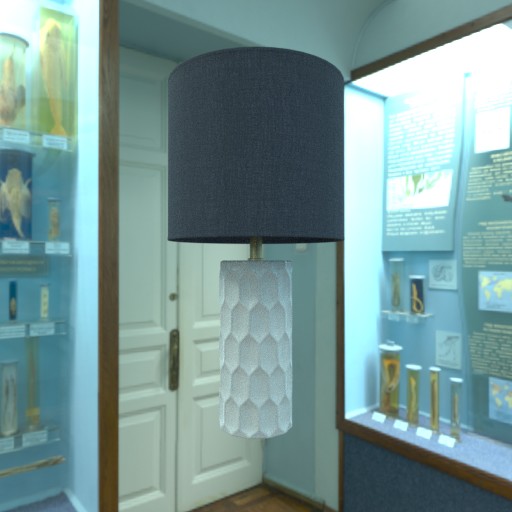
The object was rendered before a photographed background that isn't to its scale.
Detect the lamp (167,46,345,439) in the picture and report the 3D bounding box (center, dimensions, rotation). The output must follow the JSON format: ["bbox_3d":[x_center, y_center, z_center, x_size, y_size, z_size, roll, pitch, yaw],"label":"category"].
[{"bbox_3d":[0.000,0.000,0.705,0.277,0.537,0.277,0,-1,-35],"label":"lamp"}]
